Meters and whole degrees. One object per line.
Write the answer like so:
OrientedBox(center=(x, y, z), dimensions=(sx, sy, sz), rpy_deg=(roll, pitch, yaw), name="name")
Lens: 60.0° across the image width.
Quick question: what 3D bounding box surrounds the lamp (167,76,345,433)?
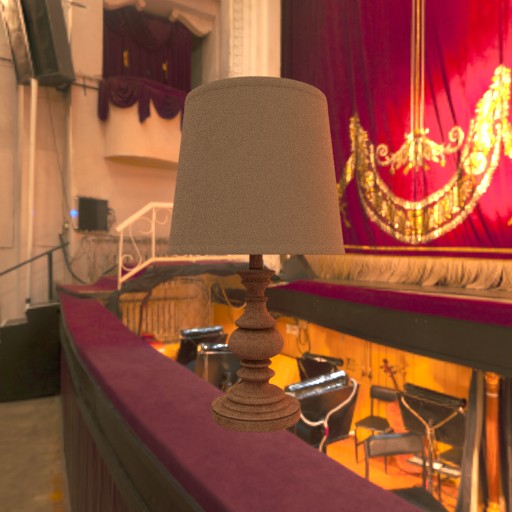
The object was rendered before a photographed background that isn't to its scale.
OrientedBox(center=(0.000, 0.000, 0.691), dimensions=(0.273, 0.497, 0.273), rpy_deg=(0, 0, 0), name="lamp")
